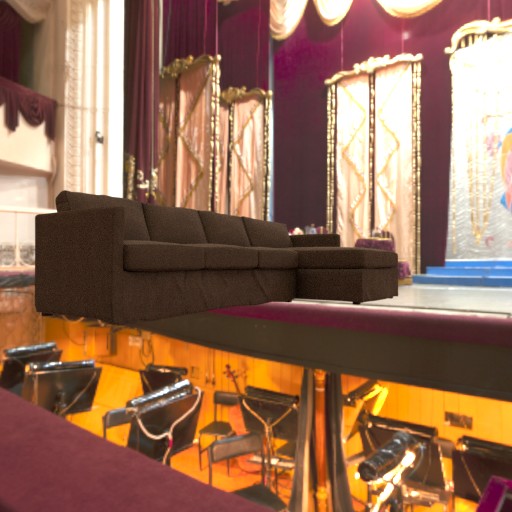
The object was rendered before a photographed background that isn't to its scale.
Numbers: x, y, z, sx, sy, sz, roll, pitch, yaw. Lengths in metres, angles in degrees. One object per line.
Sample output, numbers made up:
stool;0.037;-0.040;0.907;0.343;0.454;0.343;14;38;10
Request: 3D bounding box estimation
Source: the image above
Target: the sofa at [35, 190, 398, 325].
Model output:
sofa;0.000;0.000;3.996;1.650;0.922;3.205;-1;-1;36
